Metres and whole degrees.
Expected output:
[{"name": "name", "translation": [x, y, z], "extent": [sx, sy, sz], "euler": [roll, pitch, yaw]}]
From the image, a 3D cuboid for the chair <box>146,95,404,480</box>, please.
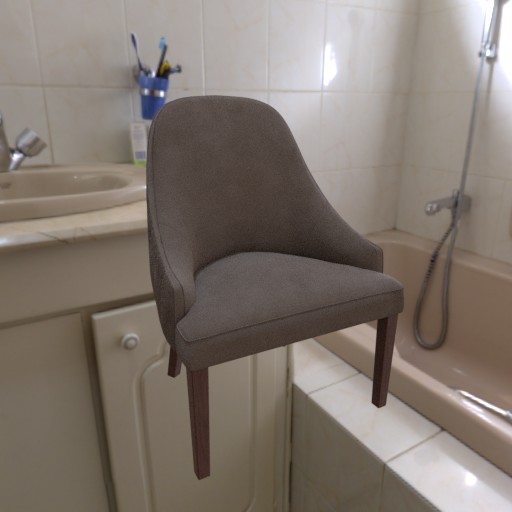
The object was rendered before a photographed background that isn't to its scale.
[{"name": "chair", "translation": [0.000, 0.000, 1.288], "extent": [0.643, 0.889, 0.575], "euler": [-10, 21, -27]}]
